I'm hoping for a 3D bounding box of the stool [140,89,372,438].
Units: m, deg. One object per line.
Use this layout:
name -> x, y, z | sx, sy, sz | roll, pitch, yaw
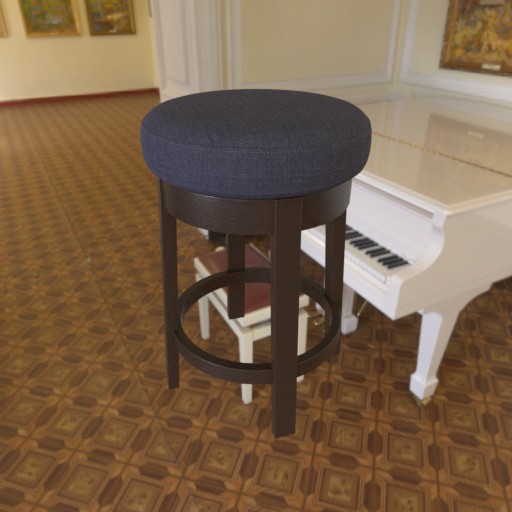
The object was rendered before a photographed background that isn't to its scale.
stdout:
stool -> 0.000, 0.000, 0.978 | 0.449, 0.655, 0.449 | 0, 30, 0
